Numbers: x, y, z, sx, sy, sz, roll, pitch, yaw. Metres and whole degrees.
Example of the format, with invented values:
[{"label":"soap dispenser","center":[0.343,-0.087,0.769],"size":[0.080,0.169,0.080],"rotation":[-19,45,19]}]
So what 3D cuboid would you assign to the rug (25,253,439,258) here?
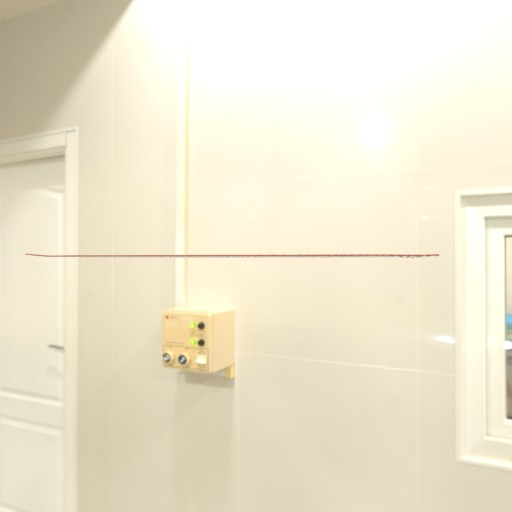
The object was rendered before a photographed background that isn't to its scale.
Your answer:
[{"label":"rug","center":[0.000,0.000,4.237],"size":[3.086,0.030,2.489],"rotation":[0,0,18]}]
